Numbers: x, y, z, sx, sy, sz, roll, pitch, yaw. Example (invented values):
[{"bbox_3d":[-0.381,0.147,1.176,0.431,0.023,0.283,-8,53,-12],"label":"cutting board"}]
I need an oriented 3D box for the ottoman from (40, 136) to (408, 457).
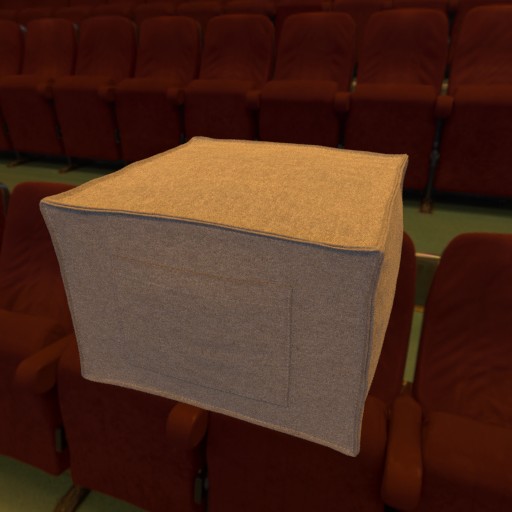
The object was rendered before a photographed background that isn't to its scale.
[{"bbox_3d":[0.000,0.000,1.150,0.707,0.470,0.696,9,27,18],"label":"ottoman"}]
